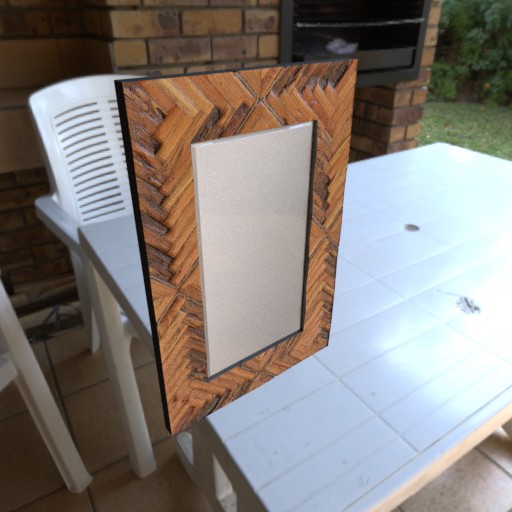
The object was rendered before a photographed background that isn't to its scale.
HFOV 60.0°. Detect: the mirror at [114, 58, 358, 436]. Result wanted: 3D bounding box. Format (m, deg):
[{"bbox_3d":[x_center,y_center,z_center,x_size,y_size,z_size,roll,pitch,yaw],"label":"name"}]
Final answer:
[{"bbox_3d":[0.000,0.000,1.160,0.606,0.912,0.044,-21,36,-32],"label":"mirror"}]
